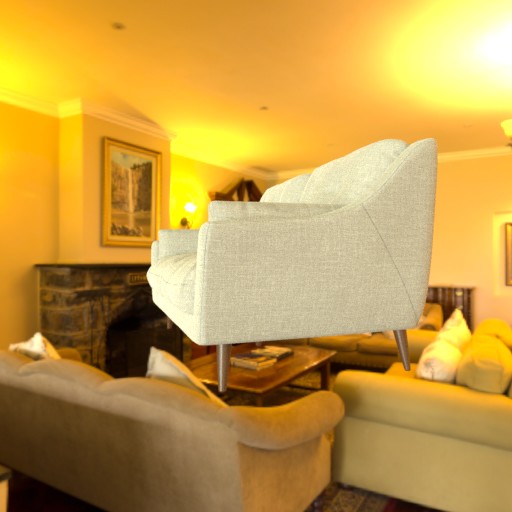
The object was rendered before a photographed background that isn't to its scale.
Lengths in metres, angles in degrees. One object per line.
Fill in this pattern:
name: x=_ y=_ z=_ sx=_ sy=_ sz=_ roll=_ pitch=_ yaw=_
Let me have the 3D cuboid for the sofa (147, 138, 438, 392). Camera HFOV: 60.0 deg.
sofa: x=0.000 y=0.000 z=2.188 sx=0.965 sy=0.888 sz=1.652 roll=0 pitch=0 yaw=-18
